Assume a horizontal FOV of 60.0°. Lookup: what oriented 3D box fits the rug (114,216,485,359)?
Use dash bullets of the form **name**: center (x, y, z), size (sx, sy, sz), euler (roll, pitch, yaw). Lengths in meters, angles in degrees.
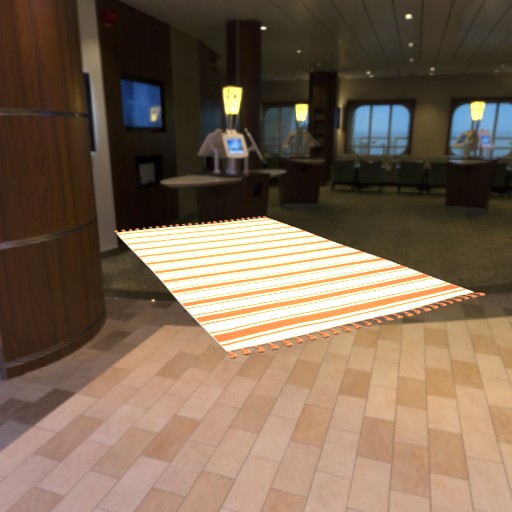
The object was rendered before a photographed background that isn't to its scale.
- **rug**: center (0.000, 0.000, 2.565), size (1.232, 0.017, 2.092), euler (-8, 18, -26)
